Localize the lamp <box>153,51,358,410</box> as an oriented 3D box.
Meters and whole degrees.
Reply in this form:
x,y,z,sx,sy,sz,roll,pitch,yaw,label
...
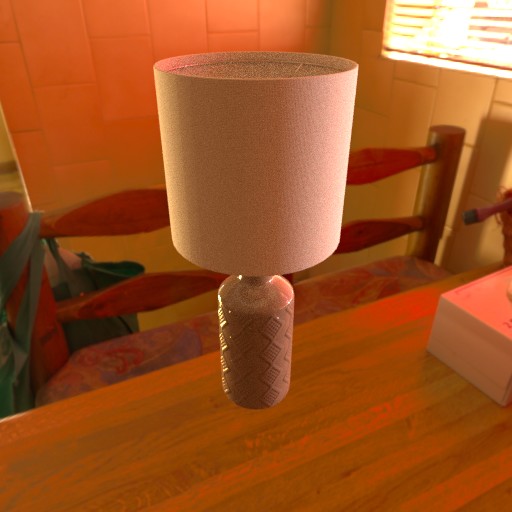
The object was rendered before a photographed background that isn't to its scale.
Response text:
x,y,z,sx,sy,sz,roll,pitch,yaw,label
0.000,0.000,0.572,0.207,0.461,0.207,19,35,29,lamp
